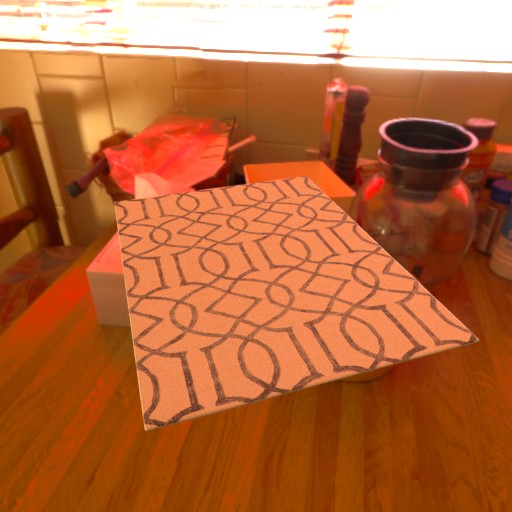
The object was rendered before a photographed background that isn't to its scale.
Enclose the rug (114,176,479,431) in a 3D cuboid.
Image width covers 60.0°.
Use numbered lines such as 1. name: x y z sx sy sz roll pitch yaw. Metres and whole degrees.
1. rug: 0.000 0.000 3.834 2.211 0.021 2.910 -10 35 -15
